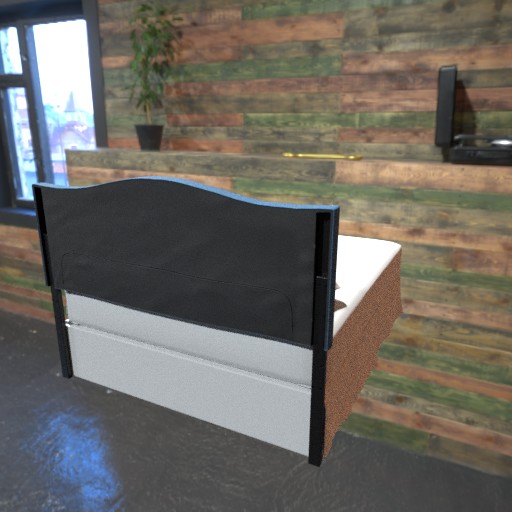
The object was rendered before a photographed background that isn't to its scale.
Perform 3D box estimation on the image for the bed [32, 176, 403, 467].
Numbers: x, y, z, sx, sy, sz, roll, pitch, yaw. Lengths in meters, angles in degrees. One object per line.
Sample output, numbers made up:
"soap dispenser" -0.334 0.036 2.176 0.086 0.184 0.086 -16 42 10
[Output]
"bed" 0.000 0.000 2.815 1.610 1.169 1.872 8 18 26
